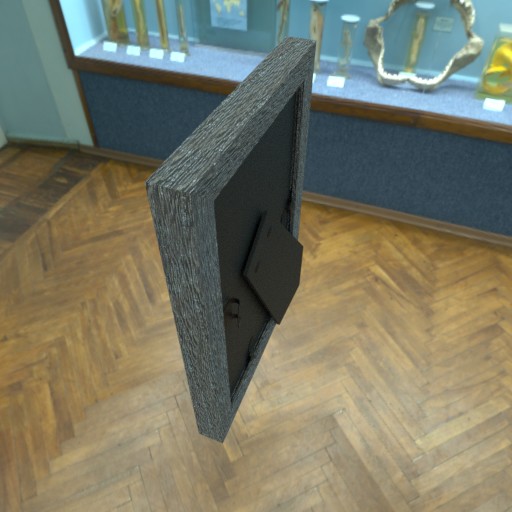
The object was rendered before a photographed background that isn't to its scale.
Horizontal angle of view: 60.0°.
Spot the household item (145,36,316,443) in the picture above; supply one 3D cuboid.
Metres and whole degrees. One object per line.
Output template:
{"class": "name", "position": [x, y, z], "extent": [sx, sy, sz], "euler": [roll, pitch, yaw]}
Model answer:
{"class": "household item", "position": [0.000, 0.000, 0.239], "extent": [0.020, 0.180, 0.133], "euler": [16, 47, 15]}
